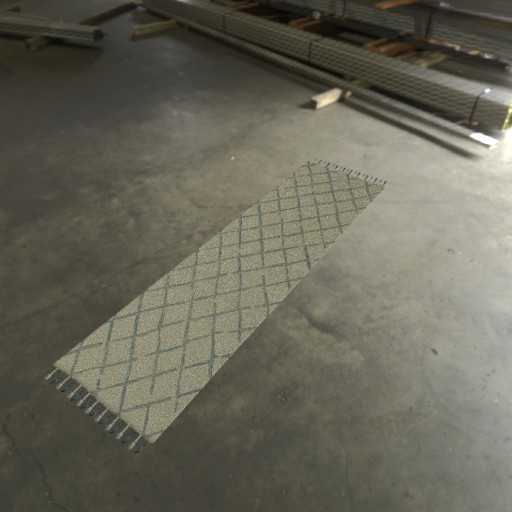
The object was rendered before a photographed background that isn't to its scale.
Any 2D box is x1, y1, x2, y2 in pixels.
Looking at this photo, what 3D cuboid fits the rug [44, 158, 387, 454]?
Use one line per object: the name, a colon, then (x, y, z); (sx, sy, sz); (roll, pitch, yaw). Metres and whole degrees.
rug: (0.000, 0.000, 2.515); (0.620, 0.008, 2.372); (25, 47, 26)
